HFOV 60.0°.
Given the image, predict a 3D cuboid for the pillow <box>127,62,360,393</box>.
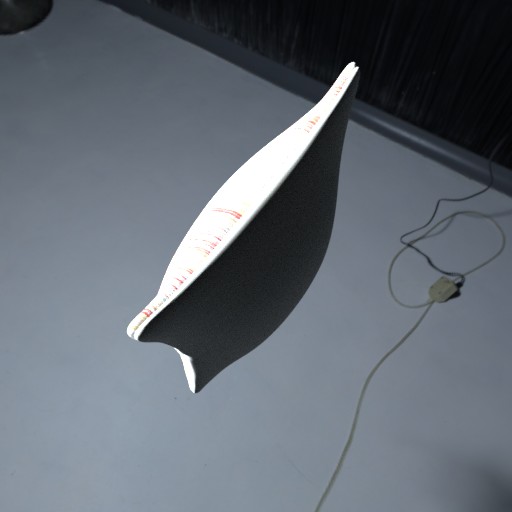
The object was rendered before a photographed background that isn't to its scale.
[{"bbox_3d":[0.000,0.000,0.715,0.191,0.449,0.451,33,69,14],"label":"pillow"}]
